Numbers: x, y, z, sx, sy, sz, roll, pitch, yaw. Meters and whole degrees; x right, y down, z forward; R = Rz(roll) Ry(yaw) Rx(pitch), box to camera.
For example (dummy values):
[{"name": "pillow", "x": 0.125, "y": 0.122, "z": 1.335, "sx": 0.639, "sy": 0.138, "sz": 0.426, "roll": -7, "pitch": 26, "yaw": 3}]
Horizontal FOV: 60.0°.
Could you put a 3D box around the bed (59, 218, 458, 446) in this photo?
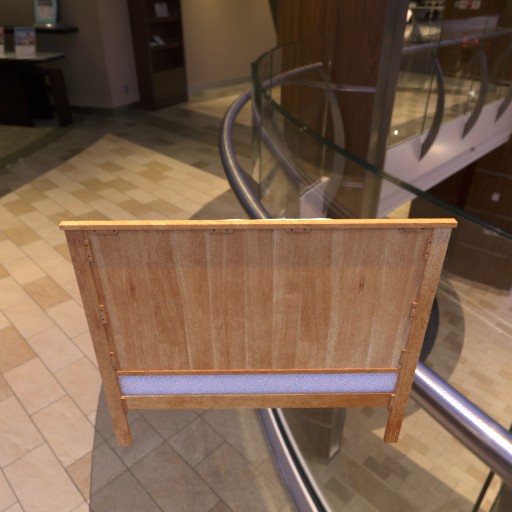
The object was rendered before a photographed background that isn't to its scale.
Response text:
[{"name": "bed", "x": 0.000, "y": 0.000, "z": 4.054, "sx": 2.225, "sy": 1.938, "sz": 2.530, "roll": 0, "pitch": 31, "yaw": -1}]
